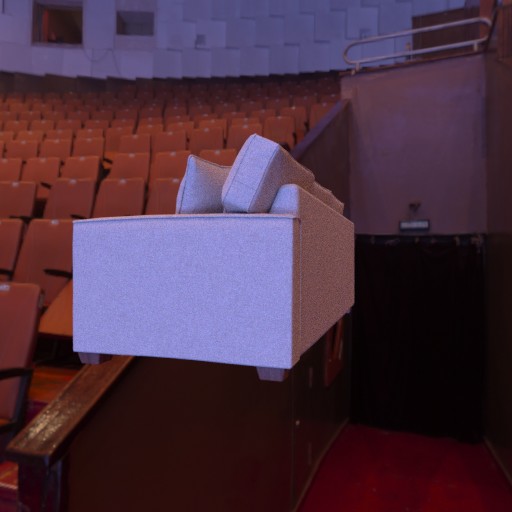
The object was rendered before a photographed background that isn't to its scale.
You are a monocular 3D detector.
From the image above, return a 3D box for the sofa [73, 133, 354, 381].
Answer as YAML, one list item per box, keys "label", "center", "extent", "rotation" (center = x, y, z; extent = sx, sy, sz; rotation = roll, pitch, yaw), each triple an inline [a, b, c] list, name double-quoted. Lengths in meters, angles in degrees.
- label: "sofa"
  center: [0.000, 0.000, 2.895]
  extent: [1.061, 0.962, 2.317]
  rotation: [0, 0, 18]
